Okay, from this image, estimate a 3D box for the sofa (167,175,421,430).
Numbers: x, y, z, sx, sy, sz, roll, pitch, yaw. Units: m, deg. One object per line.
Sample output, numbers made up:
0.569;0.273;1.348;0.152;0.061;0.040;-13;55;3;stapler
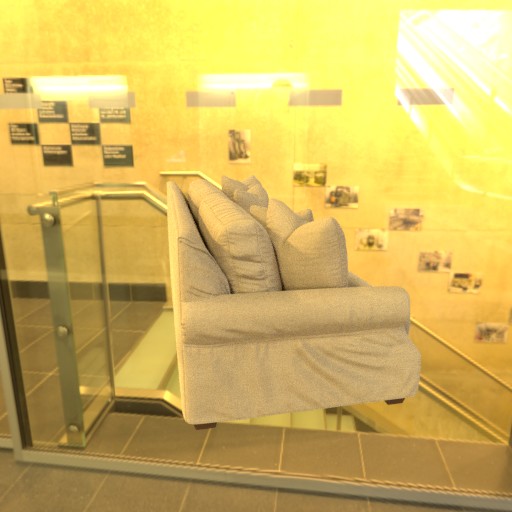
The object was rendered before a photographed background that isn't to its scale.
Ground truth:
0.000;0.000;2.793;1.067;0.904;2.285;-3;15;-12;sofa
